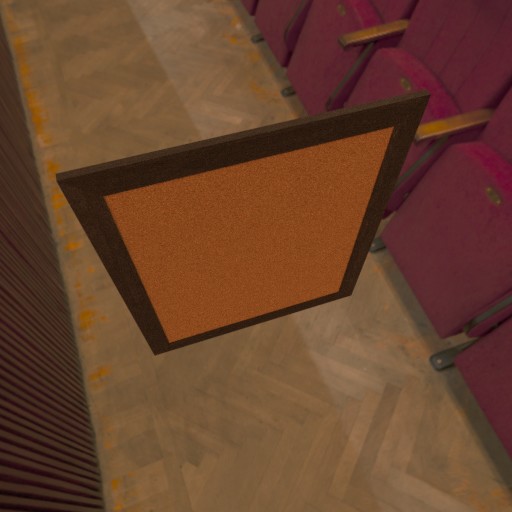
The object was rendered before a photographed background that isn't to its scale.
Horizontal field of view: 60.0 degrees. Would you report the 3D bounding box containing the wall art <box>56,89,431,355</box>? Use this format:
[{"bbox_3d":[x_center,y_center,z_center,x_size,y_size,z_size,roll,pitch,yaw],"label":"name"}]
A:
[{"bbox_3d":[0.000,0.000,0.781,0.476,0.570,0.013,-16,59,-10],"label":"wall art"}]
